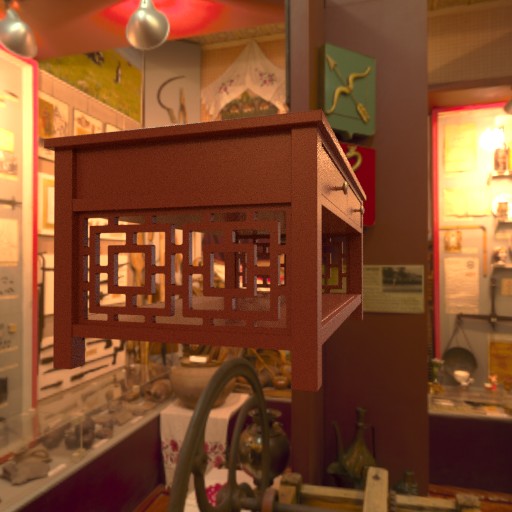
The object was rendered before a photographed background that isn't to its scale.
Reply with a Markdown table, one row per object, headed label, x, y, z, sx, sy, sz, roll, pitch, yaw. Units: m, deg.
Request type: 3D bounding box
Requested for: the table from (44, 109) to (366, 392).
| label | x | y | z | sx | sy | sz | roll | pitch | yaw |
| --- | --- | --- | --- | --- | --- | --- | --- | --- | --- |
| table | 0.000 | 0.000 | 1.362 | 0.612 | 0.493 | 1.068 | 0 | -1 | 18 |
